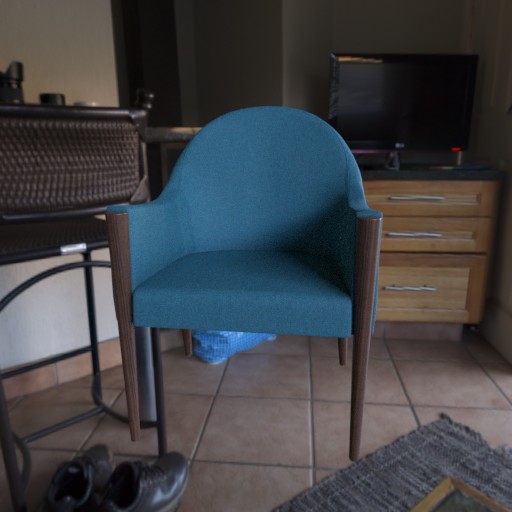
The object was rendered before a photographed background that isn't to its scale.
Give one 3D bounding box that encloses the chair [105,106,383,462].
[{"bbox_3d":[0.000,0.000,1.329,0.656,0.907,0.652,2,14,8],"label":"chair"}]
